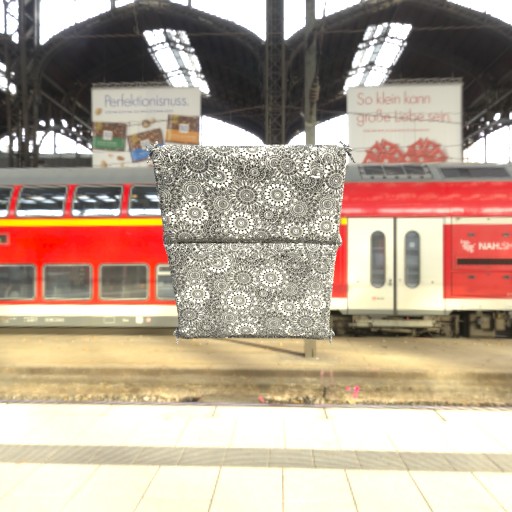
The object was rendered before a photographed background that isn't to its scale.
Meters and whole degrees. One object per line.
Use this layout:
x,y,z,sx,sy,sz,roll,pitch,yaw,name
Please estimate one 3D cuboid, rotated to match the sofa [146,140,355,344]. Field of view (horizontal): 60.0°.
0.000,0.000,1.965,0.582,0.622,1.663,0,0,1,sofa
